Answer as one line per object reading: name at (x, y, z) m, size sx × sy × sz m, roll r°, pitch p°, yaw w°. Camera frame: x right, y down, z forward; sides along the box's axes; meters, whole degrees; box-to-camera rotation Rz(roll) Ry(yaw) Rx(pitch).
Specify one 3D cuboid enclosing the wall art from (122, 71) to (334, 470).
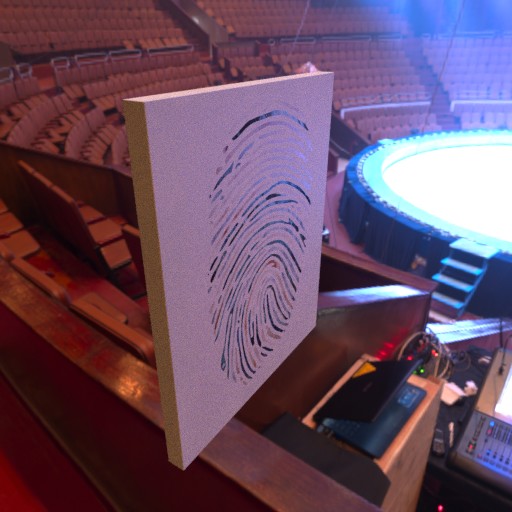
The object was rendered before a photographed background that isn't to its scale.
wall art at (0.000, 0.000, 0.827) m, size 0.037 × 0.606 × 0.508 m, roll 16°, pitch 31°, yaw 29°
